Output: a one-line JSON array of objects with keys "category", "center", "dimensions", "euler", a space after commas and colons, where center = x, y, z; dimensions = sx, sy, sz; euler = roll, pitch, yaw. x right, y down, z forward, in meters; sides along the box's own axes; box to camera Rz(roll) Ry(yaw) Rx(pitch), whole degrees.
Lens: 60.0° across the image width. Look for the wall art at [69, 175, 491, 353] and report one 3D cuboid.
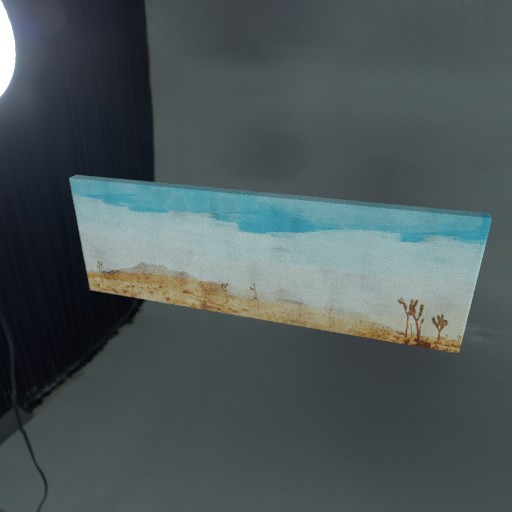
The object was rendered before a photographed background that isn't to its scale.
[{"category": "wall art", "center": [0.000, 0.000, 0.843], "dimensions": [0.759, 0.254, 0.044], "euler": [8, 27, 15]}]
